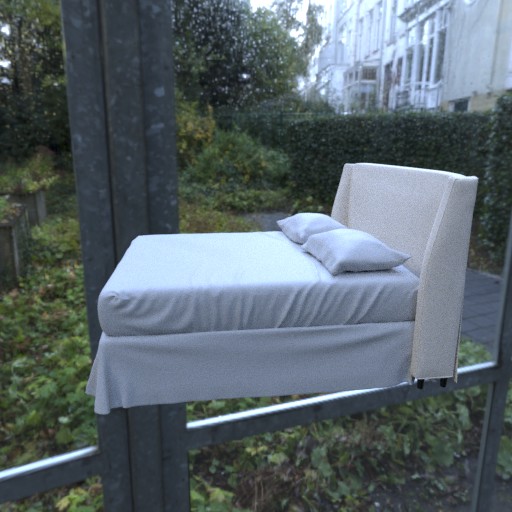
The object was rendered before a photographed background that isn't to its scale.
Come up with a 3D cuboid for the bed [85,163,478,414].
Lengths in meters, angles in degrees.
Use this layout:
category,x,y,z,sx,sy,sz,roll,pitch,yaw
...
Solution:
category,x,y,z,sx,sy,sz,roll,pitch,yaw
bed,0.000,0.000,3.377,2.276,1.332,1.925,-2,14,-7
